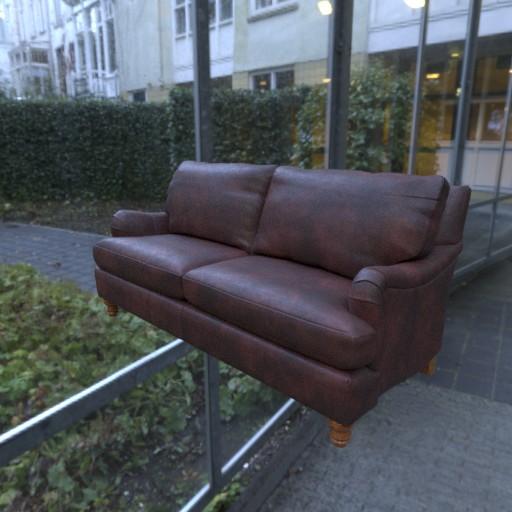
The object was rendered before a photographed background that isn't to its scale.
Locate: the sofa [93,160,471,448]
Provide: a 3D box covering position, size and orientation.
[{"bbox_3d":[0.000,0.000,2.702,2.144,1.071,1.147,15,21,43],"label":"sofa"}]
